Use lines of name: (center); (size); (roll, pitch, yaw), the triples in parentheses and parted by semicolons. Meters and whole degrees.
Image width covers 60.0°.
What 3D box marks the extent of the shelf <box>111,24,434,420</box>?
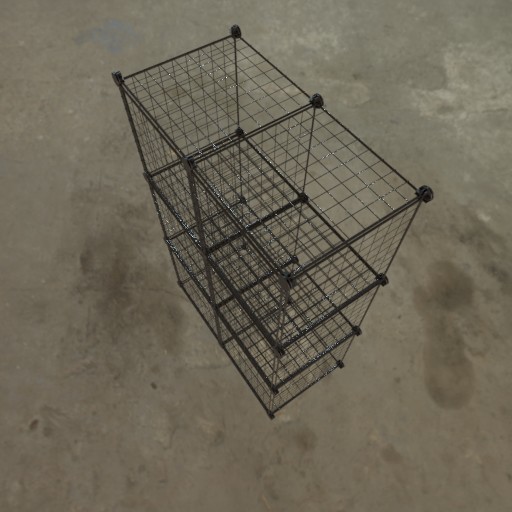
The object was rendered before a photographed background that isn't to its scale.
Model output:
shelf: (0.000, 0.000, 1.410); (0.356, 1.067, 0.711); (-31, 63, -18)
